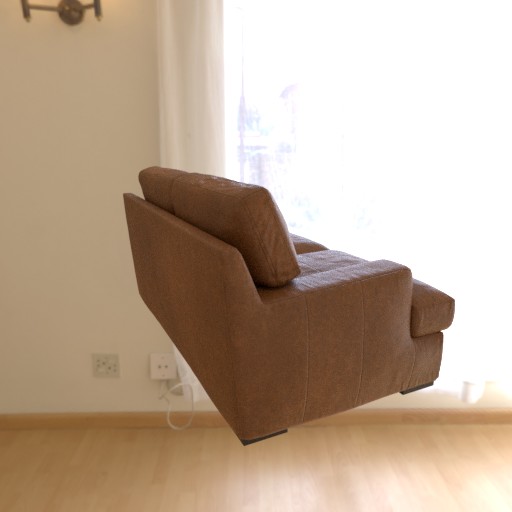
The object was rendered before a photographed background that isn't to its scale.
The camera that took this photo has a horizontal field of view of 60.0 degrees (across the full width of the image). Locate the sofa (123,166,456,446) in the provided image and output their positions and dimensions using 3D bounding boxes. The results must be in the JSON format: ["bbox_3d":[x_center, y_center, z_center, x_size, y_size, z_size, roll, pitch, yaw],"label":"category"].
[{"bbox_3d":[0.000,0.000,2.514,1.144,0.966,1.880,-7,16,-25],"label":"sofa"}]
